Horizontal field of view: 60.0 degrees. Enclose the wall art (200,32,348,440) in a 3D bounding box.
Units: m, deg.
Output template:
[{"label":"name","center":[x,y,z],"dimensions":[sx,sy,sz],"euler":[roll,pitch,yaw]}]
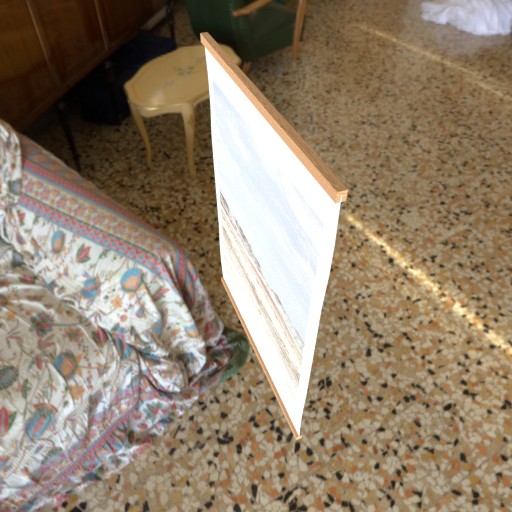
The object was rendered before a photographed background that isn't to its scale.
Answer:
[{"label":"wall art","center":[0.000,0.000,1.318],"dimensions":[0.020,1.016,0.739],"euler":[-16,48,-15]}]
